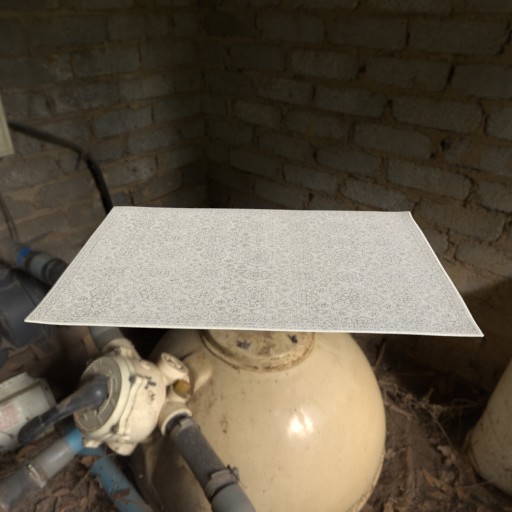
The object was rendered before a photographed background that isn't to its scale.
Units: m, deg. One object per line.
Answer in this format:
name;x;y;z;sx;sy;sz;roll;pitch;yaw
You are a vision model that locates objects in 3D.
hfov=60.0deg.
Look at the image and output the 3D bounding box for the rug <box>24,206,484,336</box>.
rug;0.000;0.000;2.384;1.947;0.023;1.214;1;31;2
